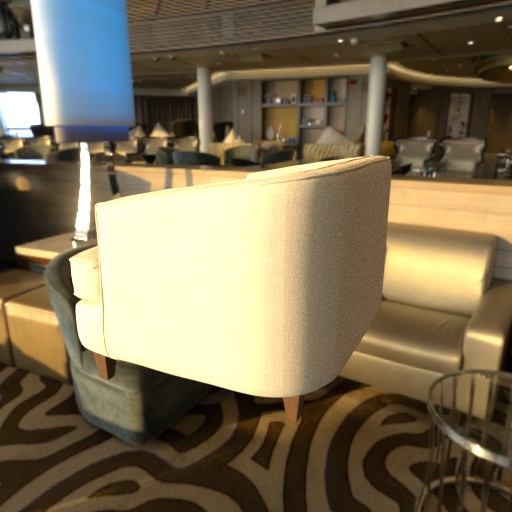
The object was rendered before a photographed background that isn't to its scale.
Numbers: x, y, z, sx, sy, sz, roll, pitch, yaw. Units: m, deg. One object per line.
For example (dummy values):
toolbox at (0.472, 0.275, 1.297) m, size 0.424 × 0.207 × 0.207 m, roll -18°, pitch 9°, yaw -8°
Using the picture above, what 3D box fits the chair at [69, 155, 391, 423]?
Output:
chair at (0.000, 0.000, 1.789) m, size 0.914 × 0.787 × 1.118 m, roll 8°, pitch 18°, yaw 26°
